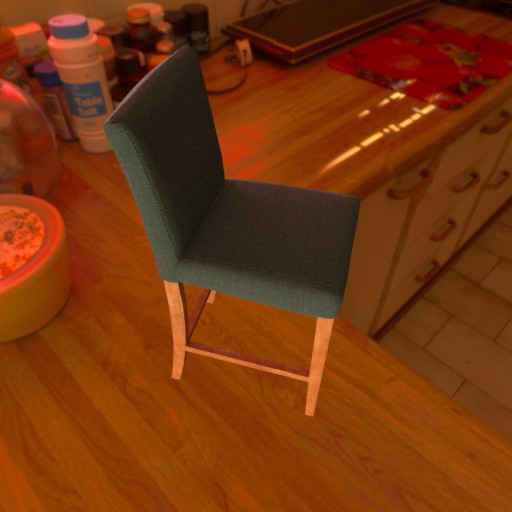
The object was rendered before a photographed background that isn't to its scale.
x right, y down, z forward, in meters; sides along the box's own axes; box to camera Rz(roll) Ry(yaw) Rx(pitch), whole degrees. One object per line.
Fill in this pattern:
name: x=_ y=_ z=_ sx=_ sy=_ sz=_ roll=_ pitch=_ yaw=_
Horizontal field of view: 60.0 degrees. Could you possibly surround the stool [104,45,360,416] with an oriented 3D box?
stool: x=0.000 y=0.000 z=1.392 sx=0.574 sy=1.088 sz=0.454 roll=11 pitch=47 yaw=10
